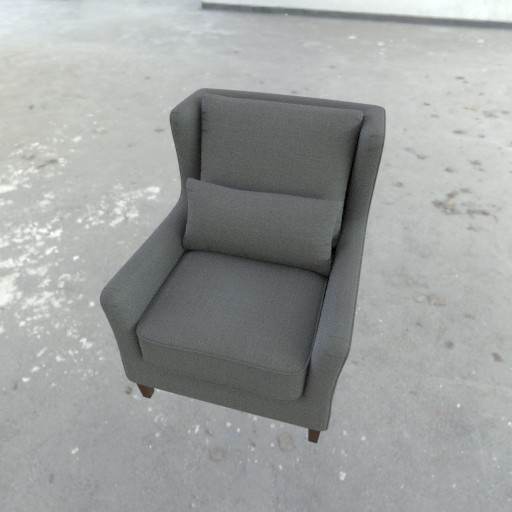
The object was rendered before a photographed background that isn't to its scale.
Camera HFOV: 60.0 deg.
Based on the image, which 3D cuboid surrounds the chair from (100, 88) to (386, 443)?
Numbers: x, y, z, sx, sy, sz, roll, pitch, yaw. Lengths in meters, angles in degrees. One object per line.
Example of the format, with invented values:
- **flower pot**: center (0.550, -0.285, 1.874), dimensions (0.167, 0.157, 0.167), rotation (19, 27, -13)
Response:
- **chair**: center (0.000, 0.000, 1.846), dimensions (0.866, 1.056, 1.040), rotation (10, 41, 12)
